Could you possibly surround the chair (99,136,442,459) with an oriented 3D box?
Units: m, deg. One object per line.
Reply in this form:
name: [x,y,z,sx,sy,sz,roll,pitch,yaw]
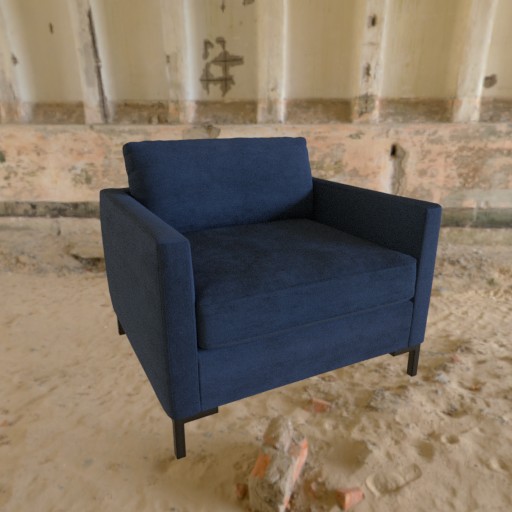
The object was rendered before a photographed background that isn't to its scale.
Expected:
chair: [0.000,0.000,1.625,0.964,0.812,0.875,-9,20,-26]
